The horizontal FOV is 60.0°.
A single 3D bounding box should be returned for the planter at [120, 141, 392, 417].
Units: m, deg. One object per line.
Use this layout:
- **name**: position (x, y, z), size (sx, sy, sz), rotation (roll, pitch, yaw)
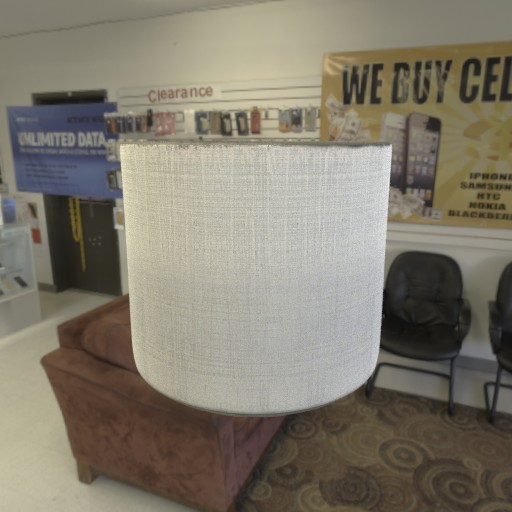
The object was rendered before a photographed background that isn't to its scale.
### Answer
- **planter**: position (0.000, 0.000, 0.401), size (0.226, 0.201, 0.226), rotation (0, 15, 0)
